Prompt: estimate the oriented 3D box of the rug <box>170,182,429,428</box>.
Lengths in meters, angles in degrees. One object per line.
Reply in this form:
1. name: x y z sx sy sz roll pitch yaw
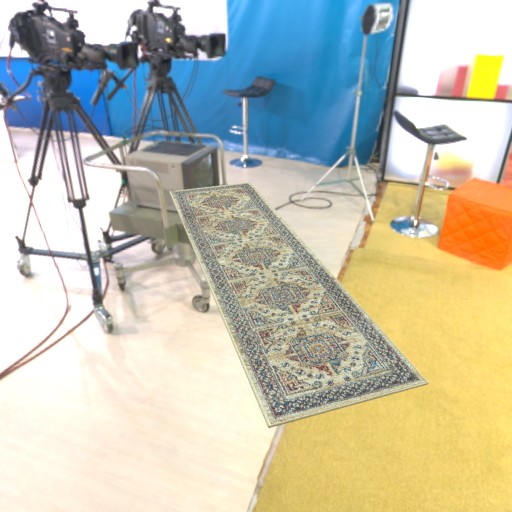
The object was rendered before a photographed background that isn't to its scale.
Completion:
1. rug: 0.000 0.000 2.575 0.661 0.013 2.297 -9 31 -16
